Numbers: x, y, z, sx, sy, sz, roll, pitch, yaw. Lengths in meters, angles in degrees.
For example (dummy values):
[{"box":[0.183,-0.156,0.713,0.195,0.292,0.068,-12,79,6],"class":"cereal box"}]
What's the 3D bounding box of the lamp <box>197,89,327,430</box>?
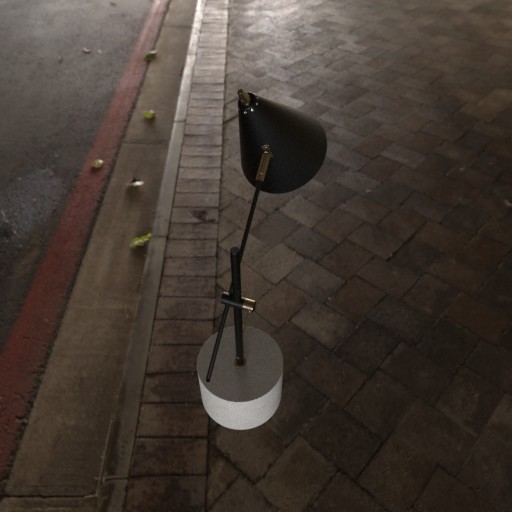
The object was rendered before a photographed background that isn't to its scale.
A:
[{"box":[0.000,0.000,0.737,0.214,0.518,0.403,23,50,21],"class":"lamp"}]
